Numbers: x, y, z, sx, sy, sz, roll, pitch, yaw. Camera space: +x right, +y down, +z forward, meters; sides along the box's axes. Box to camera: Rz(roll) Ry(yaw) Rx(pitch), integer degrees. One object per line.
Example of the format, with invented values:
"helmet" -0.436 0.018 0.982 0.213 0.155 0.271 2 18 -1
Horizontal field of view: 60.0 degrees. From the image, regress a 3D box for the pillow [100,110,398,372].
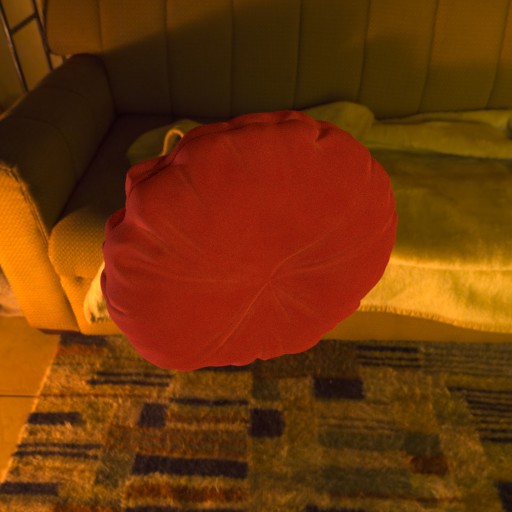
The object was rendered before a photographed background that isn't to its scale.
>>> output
"pillow" 0.000 0.000 0.624 0.428 0.407 0.148 -12 42 -14
